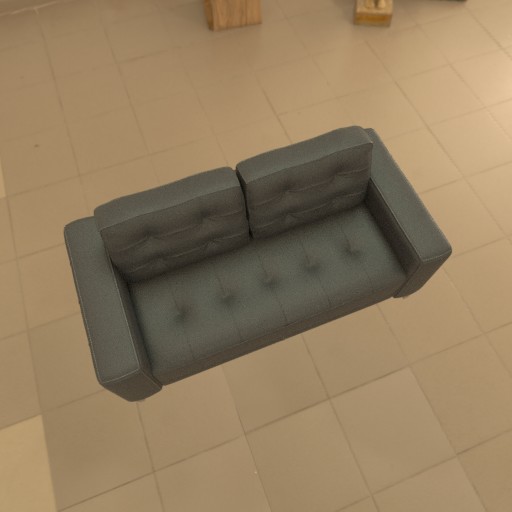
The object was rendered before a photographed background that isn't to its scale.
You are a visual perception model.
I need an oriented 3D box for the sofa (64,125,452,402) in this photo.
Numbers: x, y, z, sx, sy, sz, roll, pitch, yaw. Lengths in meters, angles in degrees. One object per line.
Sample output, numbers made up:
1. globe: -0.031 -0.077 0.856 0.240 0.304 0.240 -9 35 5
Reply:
1. sofa: 0.000 0.000 2.274 1.726 0.893 0.833 -19 66 -9
